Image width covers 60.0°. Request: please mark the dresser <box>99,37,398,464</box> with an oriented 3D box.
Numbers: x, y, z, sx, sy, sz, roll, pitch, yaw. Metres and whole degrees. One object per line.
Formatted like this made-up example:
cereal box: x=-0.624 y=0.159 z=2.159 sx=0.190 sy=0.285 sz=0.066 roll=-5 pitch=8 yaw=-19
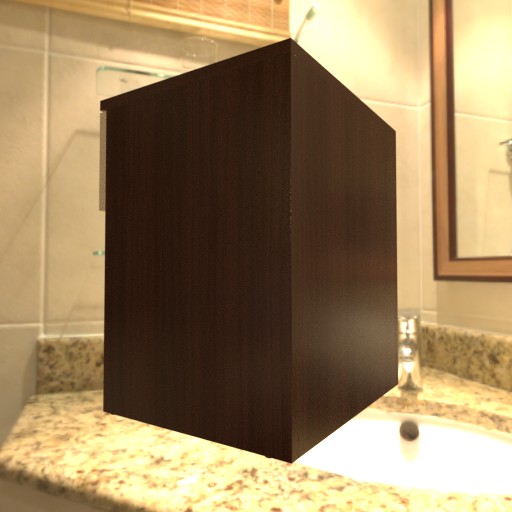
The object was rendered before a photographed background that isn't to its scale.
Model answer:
dresser: x=0.000 y=0.000 z=0.752 sx=0.360 sy=0.470 sz=0.400 roll=-1 pitch=-2 yaw=34
